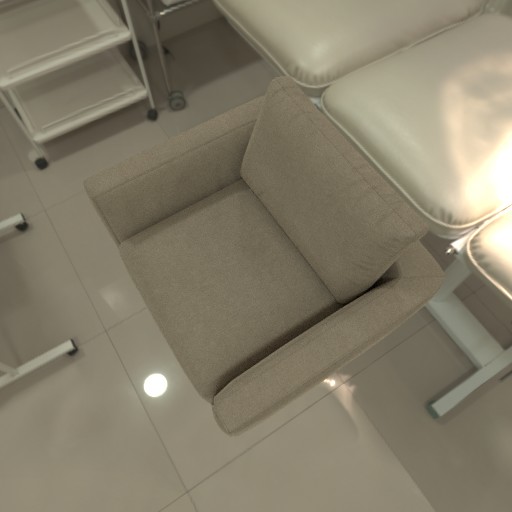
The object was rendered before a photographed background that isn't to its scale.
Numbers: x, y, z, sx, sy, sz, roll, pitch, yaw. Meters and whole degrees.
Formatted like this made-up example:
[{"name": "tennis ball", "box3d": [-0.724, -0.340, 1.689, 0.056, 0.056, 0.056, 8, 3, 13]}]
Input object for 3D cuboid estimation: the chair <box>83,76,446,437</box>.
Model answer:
[{"name": "chair", "box3d": [0.000, 0.000, 1.688, 0.889, 0.864, 1.041, -30, 67, -14]}]
